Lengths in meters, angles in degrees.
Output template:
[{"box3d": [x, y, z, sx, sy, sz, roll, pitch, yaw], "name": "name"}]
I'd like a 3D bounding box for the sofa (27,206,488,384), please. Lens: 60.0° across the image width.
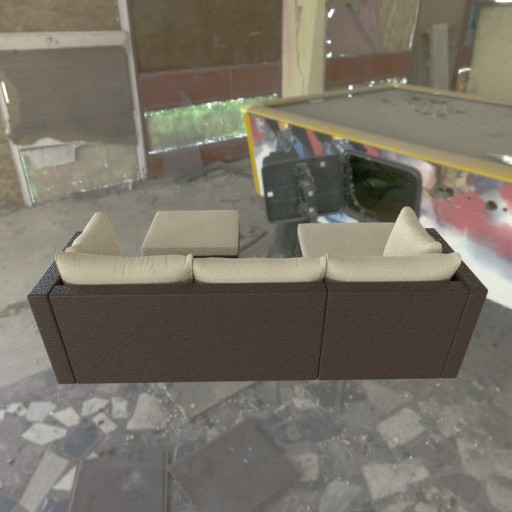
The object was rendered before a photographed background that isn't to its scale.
[{"box3d": [0.000, 0.000, 2.914, 2.192, 0.766, 1.612, -1, 29, -1], "name": "sofa"}]
